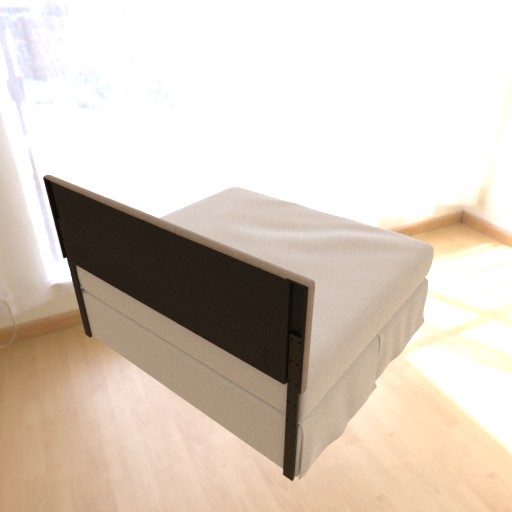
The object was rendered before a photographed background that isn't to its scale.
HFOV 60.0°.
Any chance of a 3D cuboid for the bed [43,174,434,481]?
[{"bbox_3d":[0.000,0.000,3.338,2.170,1.346,1.914,22,36,33],"label":"bed"}]
